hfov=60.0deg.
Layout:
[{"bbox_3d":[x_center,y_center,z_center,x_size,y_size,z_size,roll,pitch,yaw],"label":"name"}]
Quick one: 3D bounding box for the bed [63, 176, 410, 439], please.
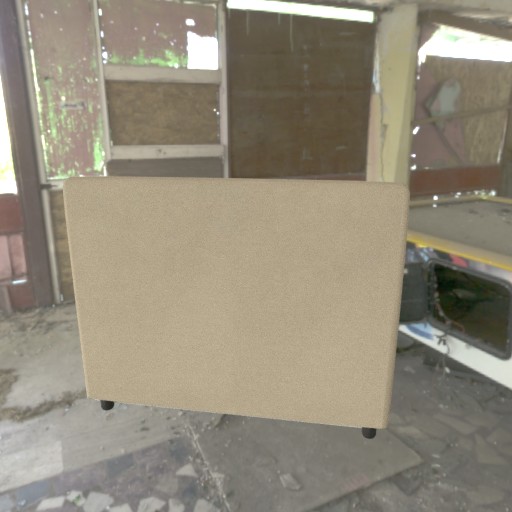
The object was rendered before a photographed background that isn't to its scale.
[{"bbox_3d":[0.000,0.000,3.212,1.723,1.330,2.142,3,16,9],"label":"bed"}]
